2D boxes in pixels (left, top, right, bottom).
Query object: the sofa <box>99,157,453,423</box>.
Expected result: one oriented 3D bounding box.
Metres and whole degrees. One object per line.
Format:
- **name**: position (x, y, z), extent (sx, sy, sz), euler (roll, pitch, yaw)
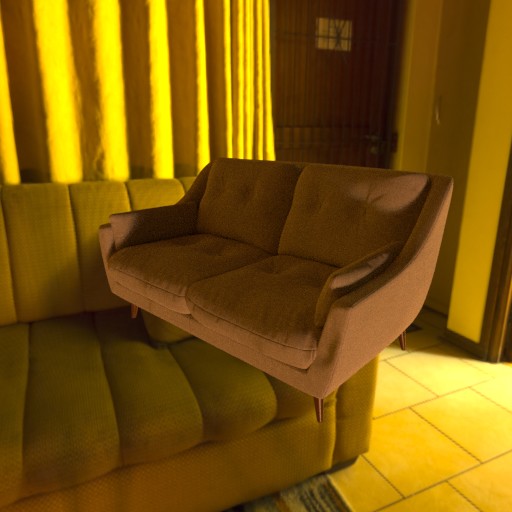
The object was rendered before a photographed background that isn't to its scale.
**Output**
- **sofa**: position (0.000, 0.000, 2.245), extent (1.652, 0.888, 0.965), euler (16, 23, 42)
